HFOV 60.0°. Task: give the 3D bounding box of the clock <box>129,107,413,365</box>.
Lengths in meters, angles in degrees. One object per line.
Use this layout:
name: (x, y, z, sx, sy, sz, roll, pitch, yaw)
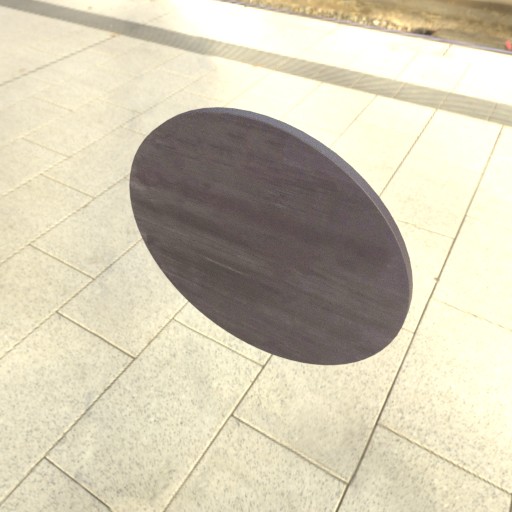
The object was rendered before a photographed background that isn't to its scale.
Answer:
clock: (0.000, 0.000, 0.866, 0.595, 0.595, 0.029, 22, 49, 20)
